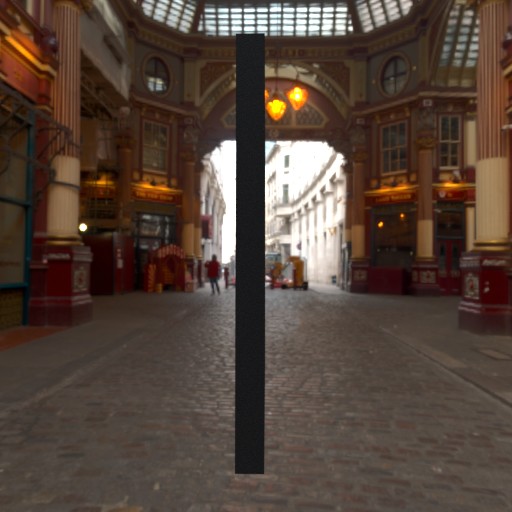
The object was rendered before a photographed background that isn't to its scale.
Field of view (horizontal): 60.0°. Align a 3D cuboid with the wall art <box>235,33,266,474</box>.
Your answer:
[{"bbox_3d":[0.000,0.000,0.738,0.031,0.457,0.558,0,-1,1],"label":"wall art"}]
